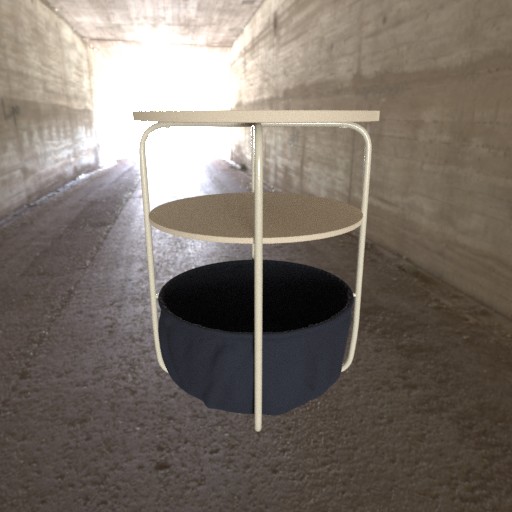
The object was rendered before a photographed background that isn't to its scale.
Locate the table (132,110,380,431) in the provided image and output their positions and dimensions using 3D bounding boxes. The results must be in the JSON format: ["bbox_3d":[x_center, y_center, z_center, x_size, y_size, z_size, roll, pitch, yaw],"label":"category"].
[{"bbox_3d":[0.000,0.000,0.856,0.418,0.532,0.418,16,24,41],"label":"table"}]
